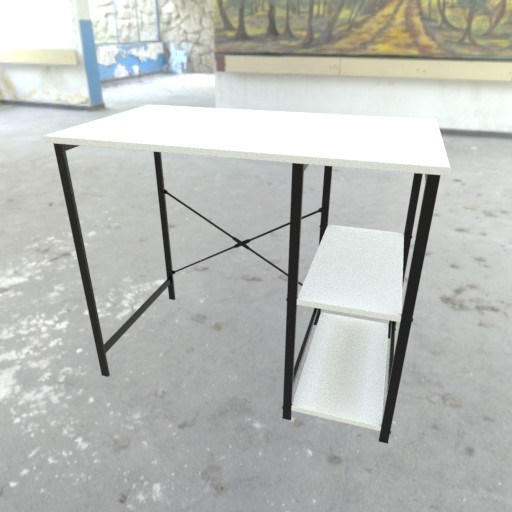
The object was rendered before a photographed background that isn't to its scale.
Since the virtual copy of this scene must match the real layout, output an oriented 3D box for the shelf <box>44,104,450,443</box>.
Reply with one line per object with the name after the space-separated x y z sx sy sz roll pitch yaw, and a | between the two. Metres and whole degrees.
0.000 0.000 1.316 0.902 0.750 0.498 8 28 15 | shelf
